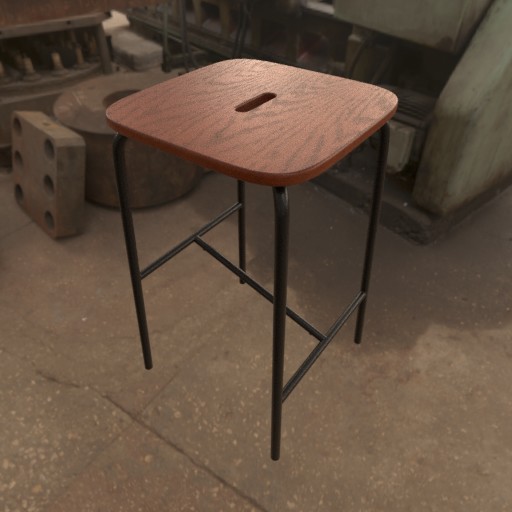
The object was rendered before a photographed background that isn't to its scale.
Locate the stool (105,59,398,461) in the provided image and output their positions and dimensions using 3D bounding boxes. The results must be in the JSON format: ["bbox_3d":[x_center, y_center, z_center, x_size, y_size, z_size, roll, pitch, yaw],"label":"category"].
[{"bbox_3d":[0.000,0.000,0.869,0.376,0.610,0.376,25,46,27],"label":"stool"}]
